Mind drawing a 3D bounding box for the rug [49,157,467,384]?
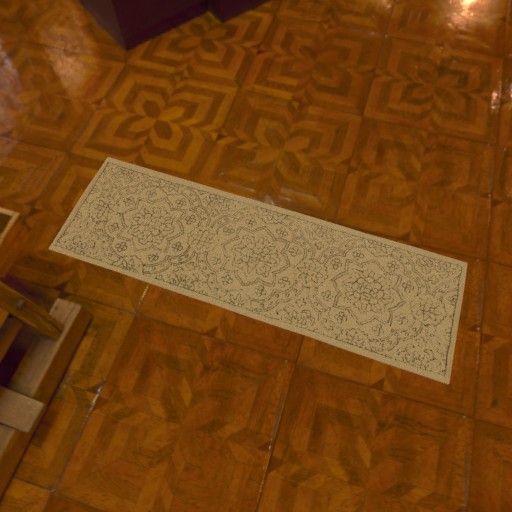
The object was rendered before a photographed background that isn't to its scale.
[{"bbox_3d":[0.000,0.000,2.702,2.448,0.012,0.769,17,64,9],"label":"rug"}]
